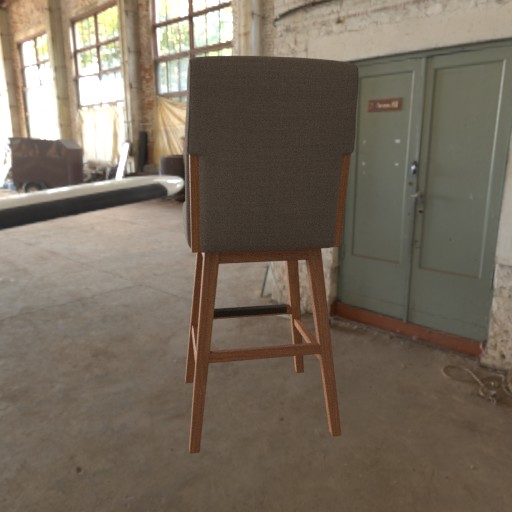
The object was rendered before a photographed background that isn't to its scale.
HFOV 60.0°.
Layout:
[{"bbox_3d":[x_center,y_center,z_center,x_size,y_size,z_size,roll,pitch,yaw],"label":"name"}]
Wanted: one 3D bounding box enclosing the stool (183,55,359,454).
[{"bbox_3d":[0.000,0.000,1.441,0.483,1.112,0.570,-2,14,-10],"label":"stool"}]
